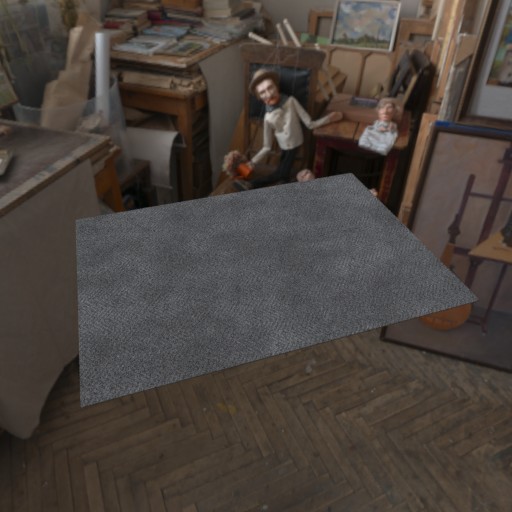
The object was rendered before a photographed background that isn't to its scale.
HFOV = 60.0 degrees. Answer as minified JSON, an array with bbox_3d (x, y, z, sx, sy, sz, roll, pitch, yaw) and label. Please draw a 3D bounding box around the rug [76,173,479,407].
[{"bbox_3d":[0.000,0.000,2.911,2.235,0.008,1.600,-12,41,-14],"label":"rug"}]
